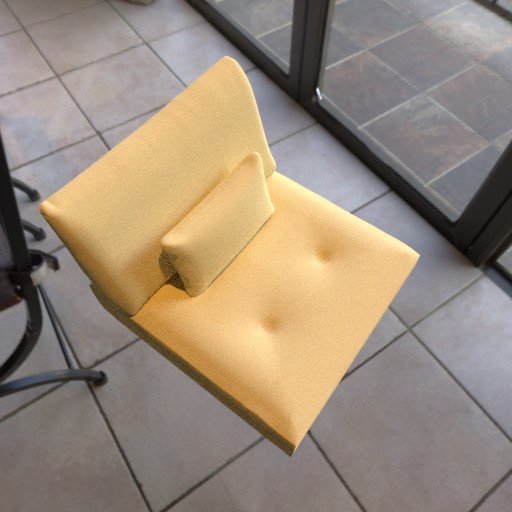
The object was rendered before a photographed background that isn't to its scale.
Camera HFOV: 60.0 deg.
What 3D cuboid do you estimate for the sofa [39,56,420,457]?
[{"bbox_3d":[0.000,0.000,1.680,1.000,0.820,0.930,33,65,18],"label":"sofa"}]
